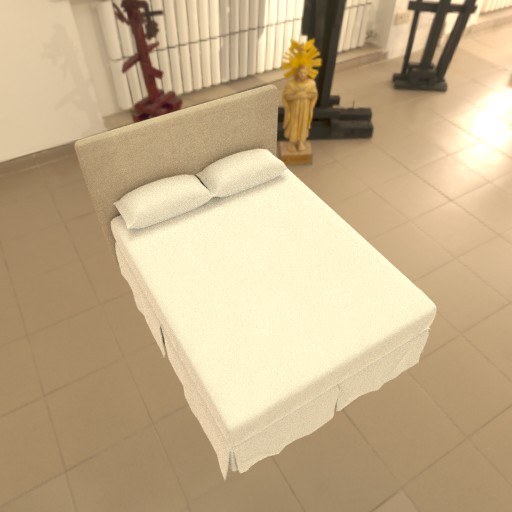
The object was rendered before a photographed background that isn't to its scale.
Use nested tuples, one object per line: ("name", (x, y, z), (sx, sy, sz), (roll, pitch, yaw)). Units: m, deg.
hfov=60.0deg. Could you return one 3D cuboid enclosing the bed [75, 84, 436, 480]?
("bed", (0.000, 0.000, 3.209), (1.713, 1.330, 2.162), (-24, 52, -21))
